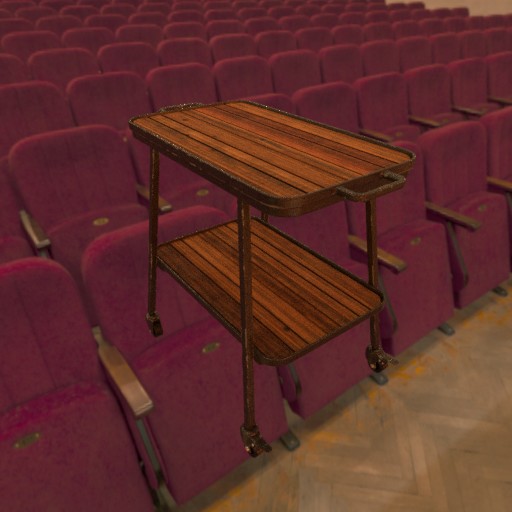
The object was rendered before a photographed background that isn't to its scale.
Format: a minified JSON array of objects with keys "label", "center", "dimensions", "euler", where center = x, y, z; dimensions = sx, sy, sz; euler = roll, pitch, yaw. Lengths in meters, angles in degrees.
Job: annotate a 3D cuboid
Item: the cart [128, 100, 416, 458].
[{"label":"cart","center":[0.000,0.000,1.272],"dimensions":[0.515,0.700,0.806],"euler":[-21,38,-31]}]
